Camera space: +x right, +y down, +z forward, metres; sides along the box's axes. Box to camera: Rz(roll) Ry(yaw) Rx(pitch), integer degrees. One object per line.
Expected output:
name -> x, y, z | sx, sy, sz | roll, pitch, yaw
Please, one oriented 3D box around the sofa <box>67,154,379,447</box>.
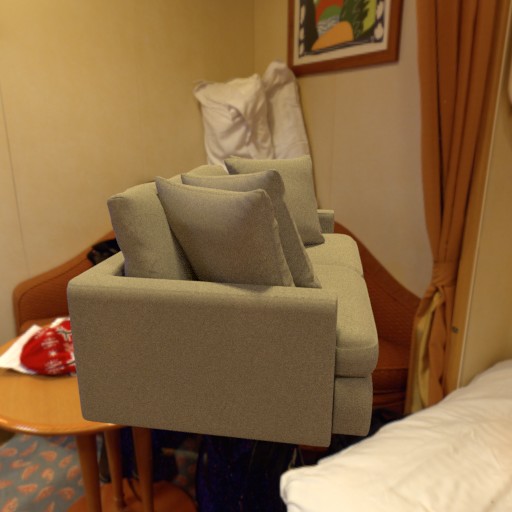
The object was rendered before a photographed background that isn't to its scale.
sofa -> 0.000, 0.000, 2.527 | 1.228, 1.080, 1.869 | 3, 16, 9
